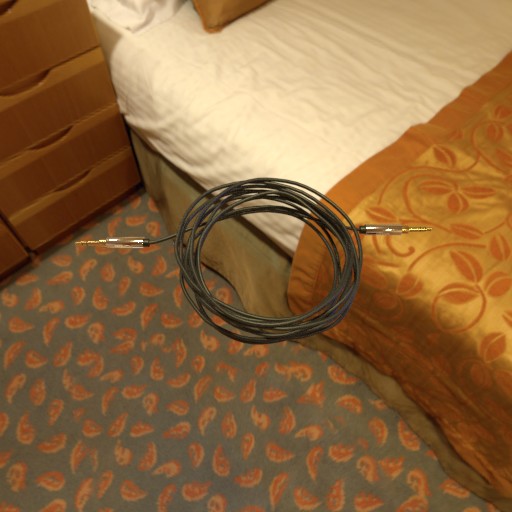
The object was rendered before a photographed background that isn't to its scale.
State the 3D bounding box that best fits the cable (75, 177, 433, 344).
[{"bbox_3d":[0.000,0.000,0.490,0.432,0.069,0.198,-1,58,0],"label":"cable"}]
